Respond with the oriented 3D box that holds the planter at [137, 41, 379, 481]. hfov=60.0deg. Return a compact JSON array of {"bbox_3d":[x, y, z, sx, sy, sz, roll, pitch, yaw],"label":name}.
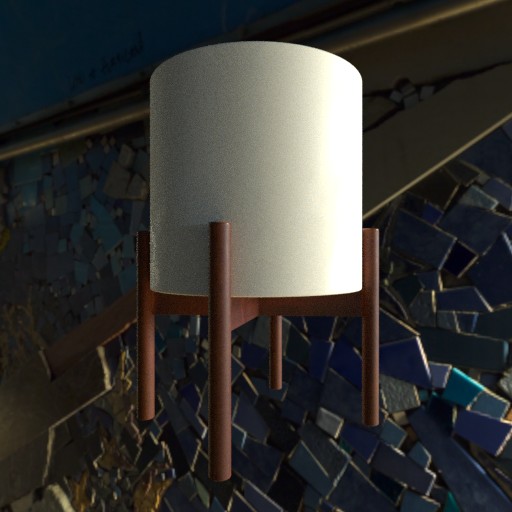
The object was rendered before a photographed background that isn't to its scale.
[{"bbox_3d":[0.000,0.000,0.898,0.417,0.670,0.417,0,0,-36],"label":"planter"}]
